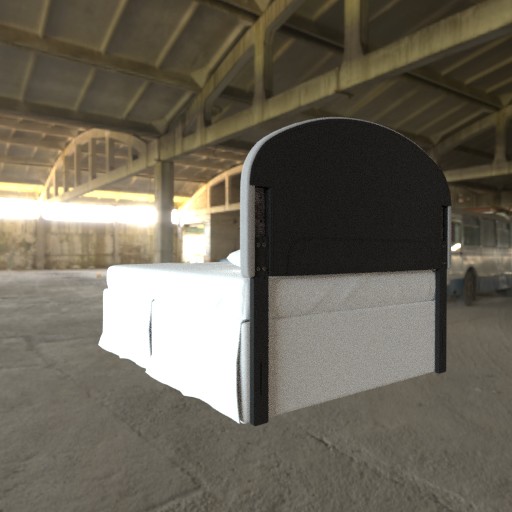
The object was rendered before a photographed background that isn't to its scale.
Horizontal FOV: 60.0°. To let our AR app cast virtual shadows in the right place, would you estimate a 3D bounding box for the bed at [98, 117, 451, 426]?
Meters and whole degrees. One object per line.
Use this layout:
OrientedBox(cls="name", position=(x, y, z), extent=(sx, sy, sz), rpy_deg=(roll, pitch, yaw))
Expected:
OrientedBox(cls="bed", position=(0.000, 0.000, 3.086), extent=(1.607, 1.410, 2.005), rpy_deg=(-1, 1, -36))
